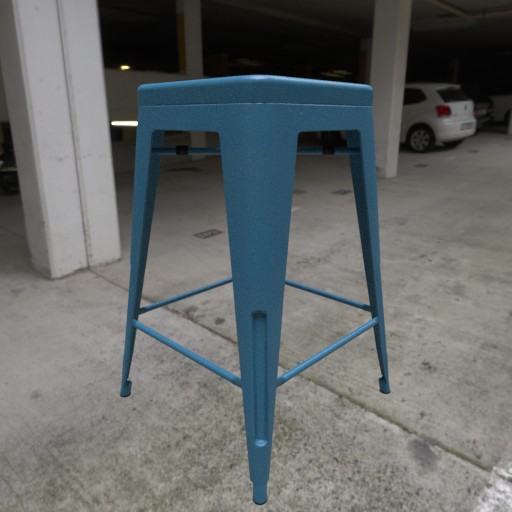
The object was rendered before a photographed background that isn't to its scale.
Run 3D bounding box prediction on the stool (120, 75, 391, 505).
[{"bbox_3d":[0.000,0.000,0.845,0.410,0.608,0.410,16,23,41],"label":"stool"}]
